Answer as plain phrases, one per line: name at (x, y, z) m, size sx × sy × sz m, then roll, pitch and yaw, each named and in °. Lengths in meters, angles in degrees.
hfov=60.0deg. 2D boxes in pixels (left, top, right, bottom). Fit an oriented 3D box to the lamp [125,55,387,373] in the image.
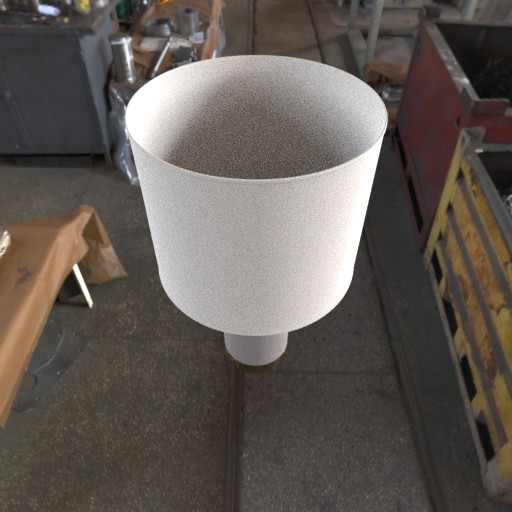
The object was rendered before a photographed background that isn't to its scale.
lamp at (0.000, 0.000, 0.528) m, size 0.229 × 0.380 × 0.229 m, roll 0°, pitch 45°, yaw 0°
